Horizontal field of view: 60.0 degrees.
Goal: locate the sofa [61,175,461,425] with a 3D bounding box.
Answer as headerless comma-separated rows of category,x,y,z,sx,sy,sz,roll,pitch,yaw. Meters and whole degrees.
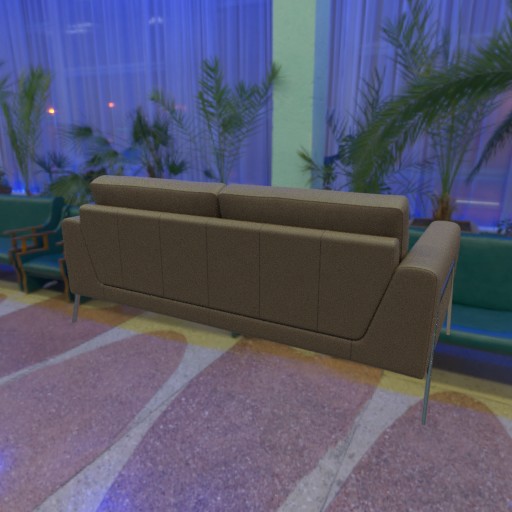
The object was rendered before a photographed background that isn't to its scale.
sofa,0.000,0.000,2.476,2.017,0.875,0.953,9,18,27
